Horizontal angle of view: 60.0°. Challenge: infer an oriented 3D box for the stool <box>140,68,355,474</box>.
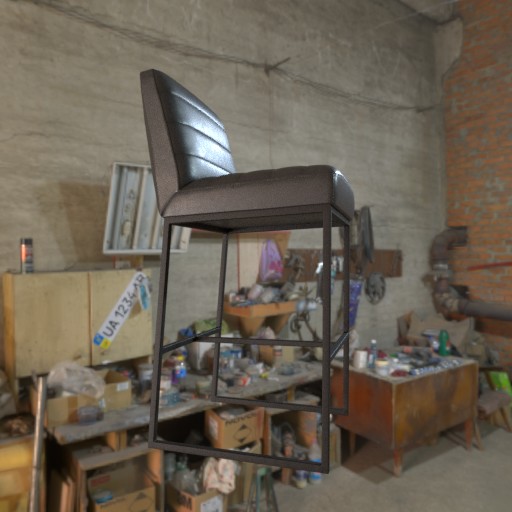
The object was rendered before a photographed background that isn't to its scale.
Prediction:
[{"bbox_3d":[0.000,0.000,1.340,0.552,1.040,0.457,0,-1,18],"label":"stool"}]
